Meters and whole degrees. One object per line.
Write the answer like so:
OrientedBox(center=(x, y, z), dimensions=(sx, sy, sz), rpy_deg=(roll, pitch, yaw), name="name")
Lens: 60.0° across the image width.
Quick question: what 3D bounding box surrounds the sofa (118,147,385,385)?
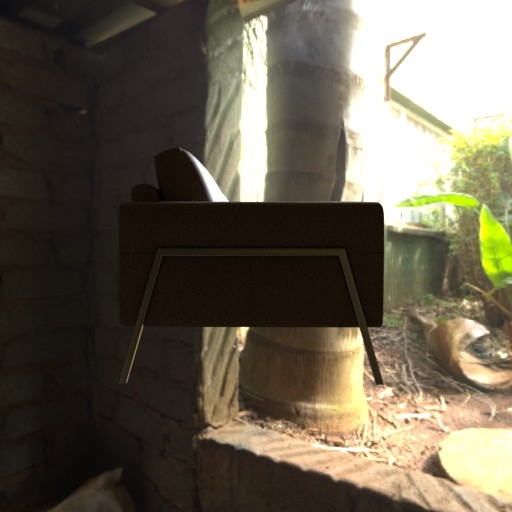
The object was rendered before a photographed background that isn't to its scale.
OrientedBox(center=(0.000, 0.000, 2.545), dimensions=(0.953, 0.875, 2.017), rpy_deg=(0, 1, 1), name="sofa")
